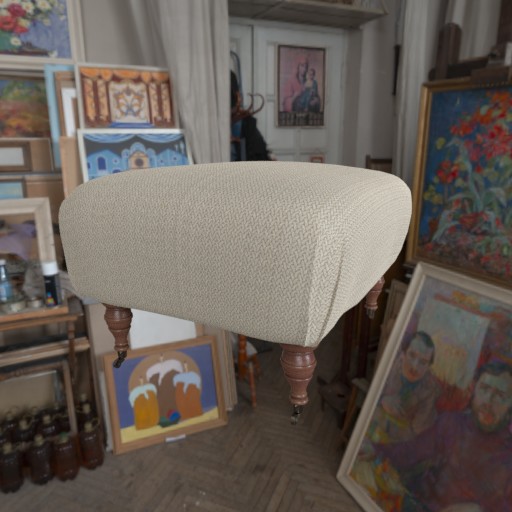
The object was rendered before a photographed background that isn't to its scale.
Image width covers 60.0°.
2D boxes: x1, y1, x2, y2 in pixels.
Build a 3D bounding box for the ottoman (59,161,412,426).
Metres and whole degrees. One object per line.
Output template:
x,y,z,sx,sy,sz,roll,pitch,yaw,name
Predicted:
0.000,0.000,1.078,0.622,0.447,0.684,8,17,27,ottoman
